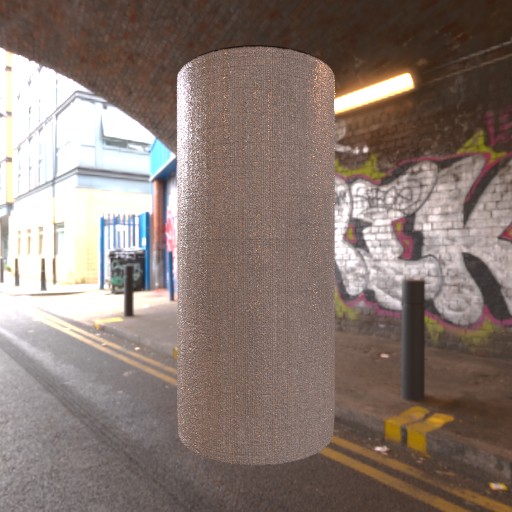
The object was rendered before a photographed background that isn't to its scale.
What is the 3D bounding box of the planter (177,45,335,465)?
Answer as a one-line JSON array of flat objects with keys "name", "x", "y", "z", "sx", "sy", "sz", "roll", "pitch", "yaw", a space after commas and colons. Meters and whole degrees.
[{"name": "planter", "x": 0.000, "y": 0.000, "z": 0.130, "sx": 0.045, "sy": 0.103, "sz": 0.045, "roll": 0, "pitch": 0, "yaw": 1}]
